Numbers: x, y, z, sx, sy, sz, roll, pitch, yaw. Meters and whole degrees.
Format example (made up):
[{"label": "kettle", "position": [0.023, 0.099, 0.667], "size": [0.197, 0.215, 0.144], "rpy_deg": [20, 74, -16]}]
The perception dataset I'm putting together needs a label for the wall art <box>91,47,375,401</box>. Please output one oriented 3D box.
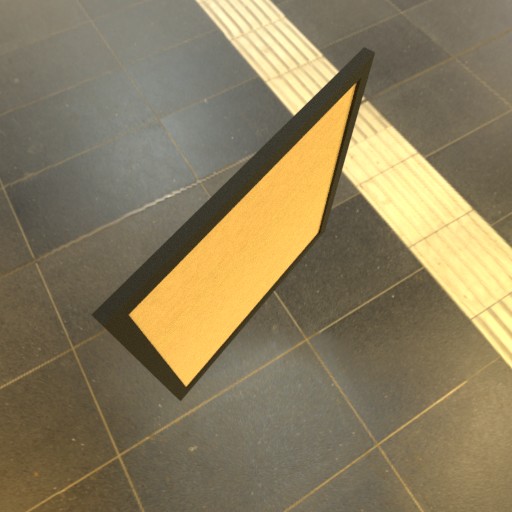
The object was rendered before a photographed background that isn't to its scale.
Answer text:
[{"label": "wall art", "position": [0.000, 0.000, 0.533], "size": [0.013, 0.356, 0.356], "rpy_deg": [36, 69, 16]}]
